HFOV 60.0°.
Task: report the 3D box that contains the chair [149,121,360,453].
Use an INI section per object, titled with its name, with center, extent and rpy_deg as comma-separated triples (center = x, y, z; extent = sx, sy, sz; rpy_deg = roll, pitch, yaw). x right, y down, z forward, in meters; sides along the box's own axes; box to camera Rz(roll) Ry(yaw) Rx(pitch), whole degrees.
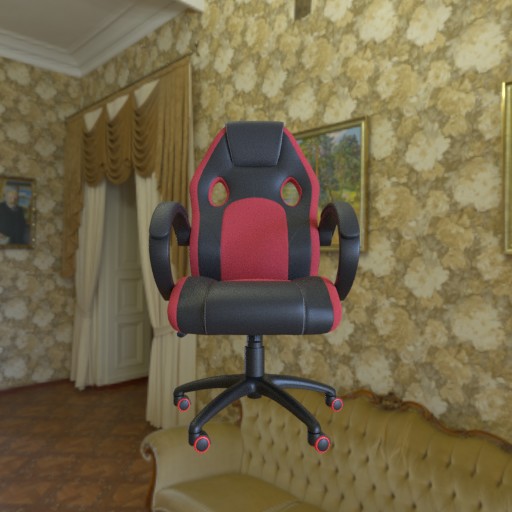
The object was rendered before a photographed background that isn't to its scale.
[chair]
center = 0.000, 0.000, 1.627
extent = 0.673, 1.187, 0.724
rpy_deg = 0, 0, 0
